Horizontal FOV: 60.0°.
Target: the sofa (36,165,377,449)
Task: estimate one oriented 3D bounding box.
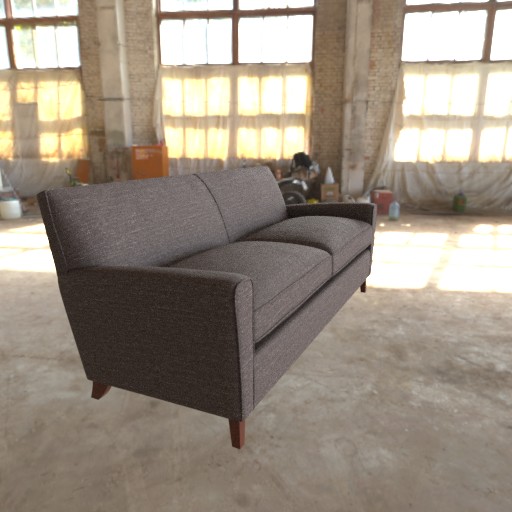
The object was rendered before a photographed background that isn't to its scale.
[{"bbox_3d":[0.000,0.000,2.376,0.875,0.846,1.976,7,16,26],"label":"sofa"}]
